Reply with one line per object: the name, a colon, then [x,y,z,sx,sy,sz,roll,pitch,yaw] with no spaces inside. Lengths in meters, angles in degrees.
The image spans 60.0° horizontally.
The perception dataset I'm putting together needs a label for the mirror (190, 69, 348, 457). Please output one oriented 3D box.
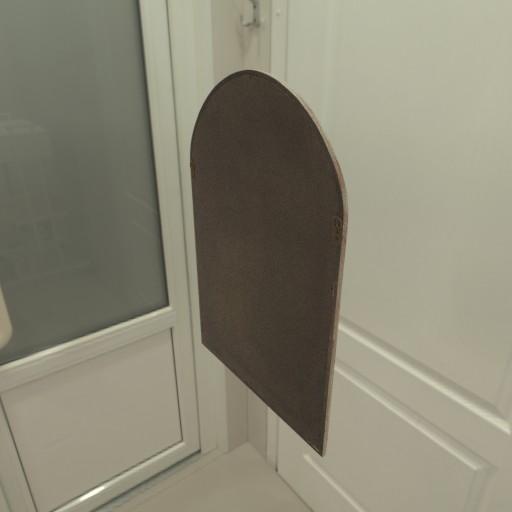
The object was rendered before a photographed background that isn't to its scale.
mirror: [0.000,0.000,1.179,0.032,0.915,0.609,-18,31,-33]
